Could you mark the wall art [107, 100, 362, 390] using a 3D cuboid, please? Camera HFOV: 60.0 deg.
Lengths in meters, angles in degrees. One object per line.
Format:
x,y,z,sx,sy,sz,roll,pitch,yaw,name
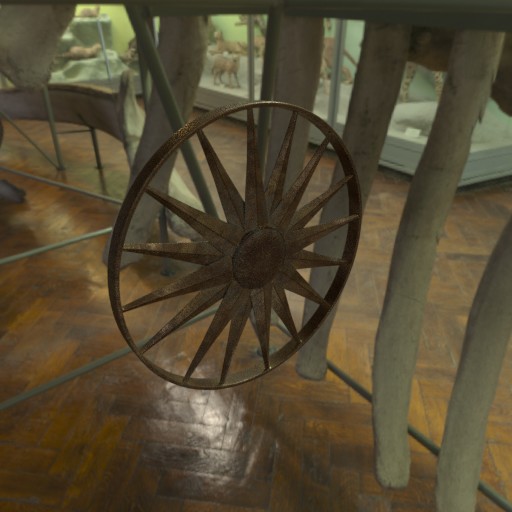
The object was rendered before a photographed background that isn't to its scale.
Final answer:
0.000,0.000,0.879,0.582,0.583,0.084,-21,37,-31,wall art
